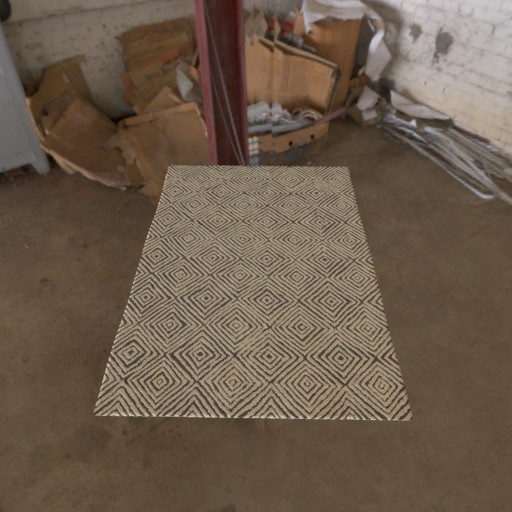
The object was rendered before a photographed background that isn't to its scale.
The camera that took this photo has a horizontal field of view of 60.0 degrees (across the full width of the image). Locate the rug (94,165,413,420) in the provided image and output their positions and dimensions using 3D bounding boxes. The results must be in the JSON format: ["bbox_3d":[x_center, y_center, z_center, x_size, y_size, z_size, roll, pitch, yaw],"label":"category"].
[{"bbox_3d":[0.000,0.000,2.264,1.177,0.004,1.750,1,42,1],"label":"rug"}]
